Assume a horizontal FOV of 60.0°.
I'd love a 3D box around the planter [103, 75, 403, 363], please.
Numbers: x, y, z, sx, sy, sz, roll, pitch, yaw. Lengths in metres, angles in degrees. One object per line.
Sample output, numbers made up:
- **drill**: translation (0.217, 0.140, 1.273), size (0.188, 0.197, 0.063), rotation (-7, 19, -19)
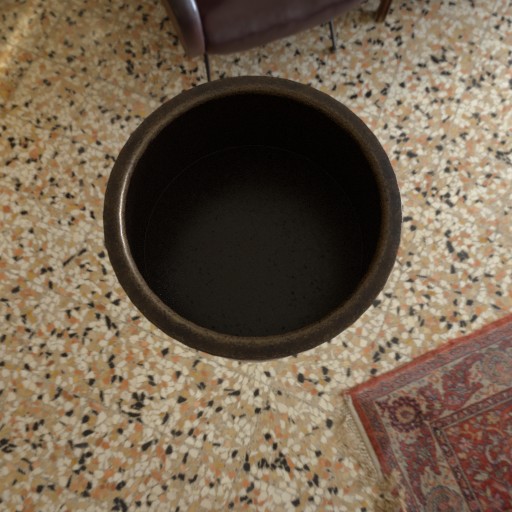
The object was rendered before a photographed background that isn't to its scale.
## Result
- **planter**: translation (0.000, 0.000, 0.727), size (0.354, 0.465, 0.345), rotation (31, 78, 7)
